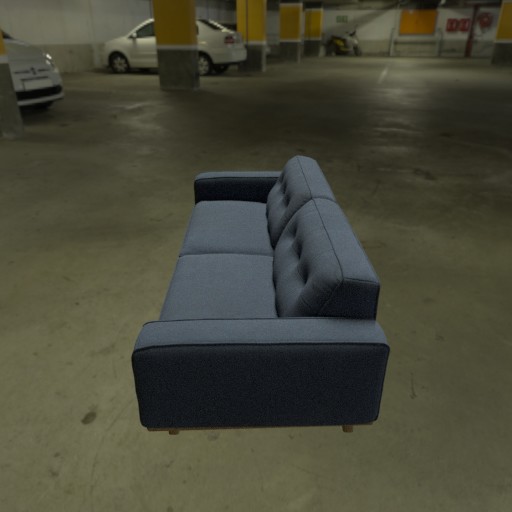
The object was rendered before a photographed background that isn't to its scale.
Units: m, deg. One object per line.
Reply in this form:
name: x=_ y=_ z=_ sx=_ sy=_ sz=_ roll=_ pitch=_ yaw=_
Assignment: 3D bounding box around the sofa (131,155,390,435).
sofa: x=0.000 y=0.000 z=2.662 sx=0.953 sy=0.782 sz=2.270 roll=0 pitch=27 yaw=-1
